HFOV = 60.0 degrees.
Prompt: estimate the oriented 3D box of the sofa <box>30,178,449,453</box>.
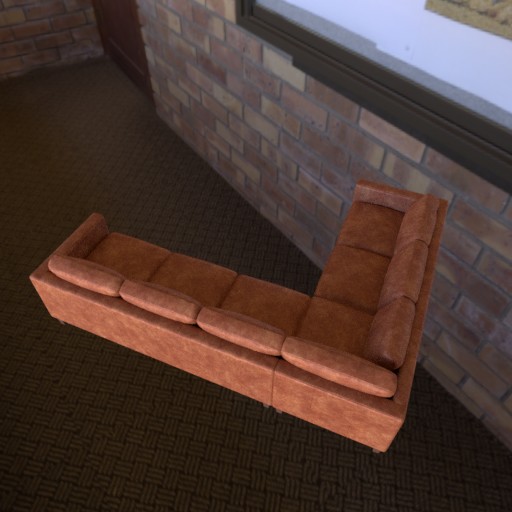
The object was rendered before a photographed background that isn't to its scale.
[{"bbox_3d":[0.000,0.000,4.277,3.150,0.838,2.438,17,50,16],"label":"sofa"}]
